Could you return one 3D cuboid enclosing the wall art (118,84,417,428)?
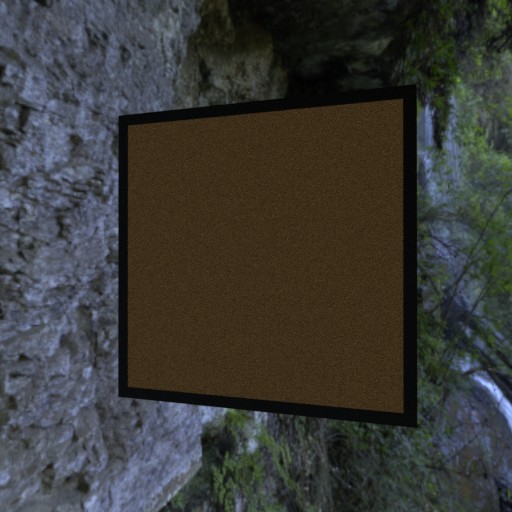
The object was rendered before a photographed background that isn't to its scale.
[{"bbox_3d":[0.000,0.000,0.745,0.508,0.508,0.038,0,0,17],"label":"wall art"}]
